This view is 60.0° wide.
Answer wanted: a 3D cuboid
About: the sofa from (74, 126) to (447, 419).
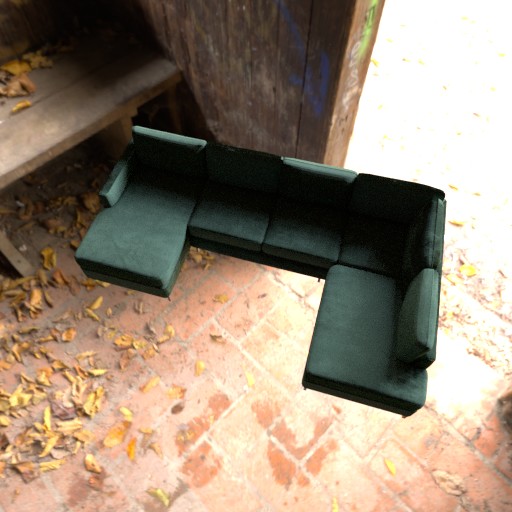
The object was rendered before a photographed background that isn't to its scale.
[{"bbox_3d":[0.000,0.000,4.341,3.434,0.992,2.055,14,60,8],"label":"sofa"}]
